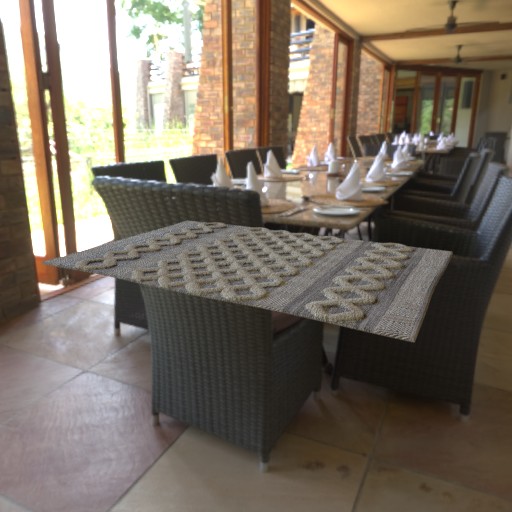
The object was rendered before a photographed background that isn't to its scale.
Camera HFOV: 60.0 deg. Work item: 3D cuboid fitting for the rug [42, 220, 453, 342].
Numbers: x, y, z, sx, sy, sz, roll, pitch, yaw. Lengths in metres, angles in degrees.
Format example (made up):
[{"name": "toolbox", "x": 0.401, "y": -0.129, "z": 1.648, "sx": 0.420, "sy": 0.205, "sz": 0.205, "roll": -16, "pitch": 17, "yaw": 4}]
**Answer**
[{"name": "rug", "x": 0.000, "y": 0.000, "z": 2.353, "sx": 1.823, "sy": 0.030, "sz": 1.222, "roll": 8, "pitch": 18, "yaw": 27}]
